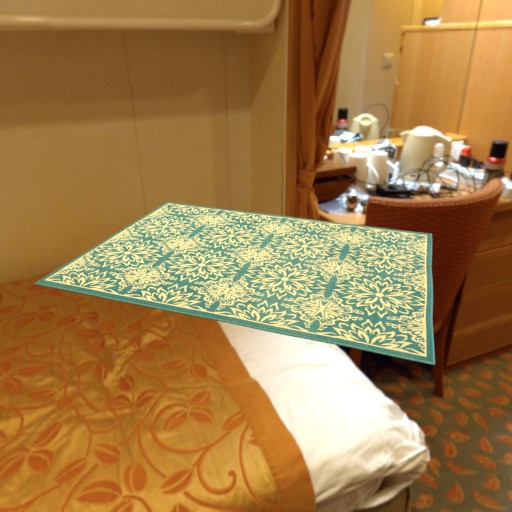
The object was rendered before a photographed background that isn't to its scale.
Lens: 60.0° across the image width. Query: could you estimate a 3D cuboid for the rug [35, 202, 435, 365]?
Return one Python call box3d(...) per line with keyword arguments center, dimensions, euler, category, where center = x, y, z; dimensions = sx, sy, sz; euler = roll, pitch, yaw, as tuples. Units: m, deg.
box3d(center=(0.000, 0.000, 2.929), dimensions=(2.205, 0.012, 1.554), euler=(9, 27, 17), category="rug")
